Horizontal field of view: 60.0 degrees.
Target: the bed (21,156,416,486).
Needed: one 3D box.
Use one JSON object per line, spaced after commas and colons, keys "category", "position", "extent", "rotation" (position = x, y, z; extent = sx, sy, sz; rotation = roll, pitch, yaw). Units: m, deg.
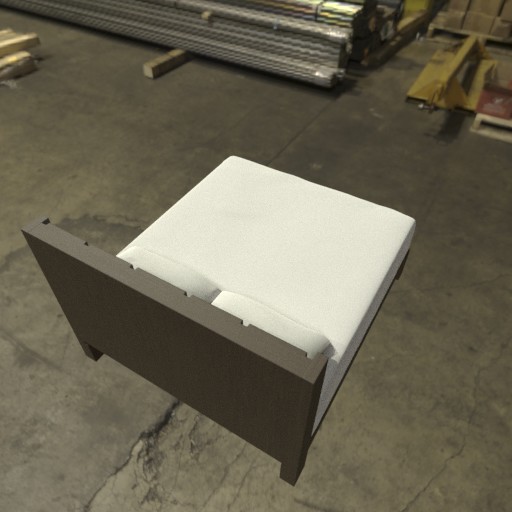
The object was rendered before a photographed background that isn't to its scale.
{"category": "bed", "position": [0.000, 0.000, 3.085], "extent": [1.735, 1.261, 1.992], "rotation": [24, 51, 21]}
